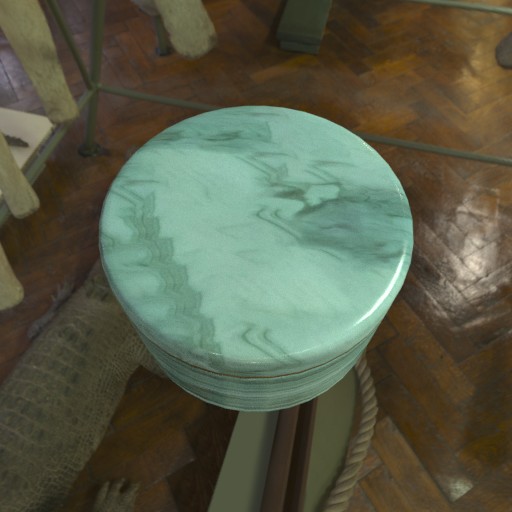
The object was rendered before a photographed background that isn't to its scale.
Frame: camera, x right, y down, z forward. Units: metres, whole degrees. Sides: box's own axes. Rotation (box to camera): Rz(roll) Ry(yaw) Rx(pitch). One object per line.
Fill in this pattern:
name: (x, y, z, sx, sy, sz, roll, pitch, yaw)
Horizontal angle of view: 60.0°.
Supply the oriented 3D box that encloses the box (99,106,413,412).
box: (0.000, 0.000, 0.167, 0.101, 0.063, 0.101, 0, 59, 0)
